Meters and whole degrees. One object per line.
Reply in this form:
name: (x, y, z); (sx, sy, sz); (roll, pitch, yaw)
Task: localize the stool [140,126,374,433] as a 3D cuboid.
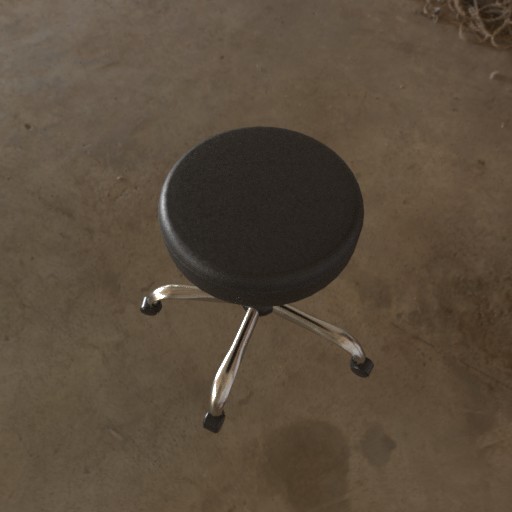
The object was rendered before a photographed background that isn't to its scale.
stool: (0.000, 0.000, 1.115); (0.673, 0.576, 0.638); (-16, 59, -10)
